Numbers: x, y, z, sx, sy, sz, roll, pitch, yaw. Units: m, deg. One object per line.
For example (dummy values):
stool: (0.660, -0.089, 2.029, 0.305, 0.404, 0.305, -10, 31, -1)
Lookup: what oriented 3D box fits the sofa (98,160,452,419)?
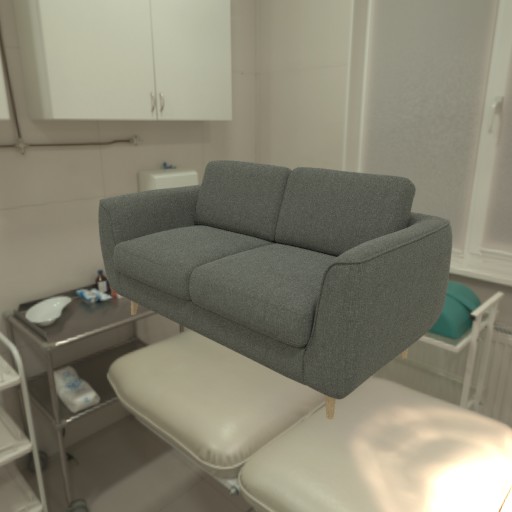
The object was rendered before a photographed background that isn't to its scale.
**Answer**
sofa: (0.000, 0.000, 2.252, 1.700, 0.870, 0.920, 15, 23, 41)
